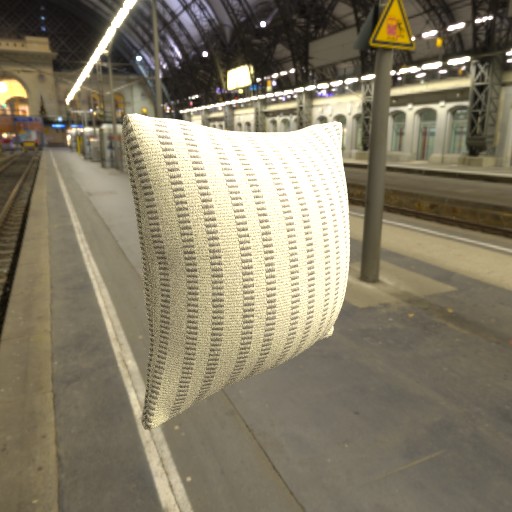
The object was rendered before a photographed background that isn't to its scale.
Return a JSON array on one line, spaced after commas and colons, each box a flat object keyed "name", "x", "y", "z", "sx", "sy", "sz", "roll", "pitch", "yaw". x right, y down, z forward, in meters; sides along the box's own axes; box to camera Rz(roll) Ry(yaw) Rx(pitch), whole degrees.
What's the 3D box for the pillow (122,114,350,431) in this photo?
[{"name": "pillow", "x": 0.000, "y": 0.000, "z": 0.705, "sx": 0.247, "sy": 0.419, "sz": 0.438, "roll": 14, "pitch": 20, "yaw": 42}]
